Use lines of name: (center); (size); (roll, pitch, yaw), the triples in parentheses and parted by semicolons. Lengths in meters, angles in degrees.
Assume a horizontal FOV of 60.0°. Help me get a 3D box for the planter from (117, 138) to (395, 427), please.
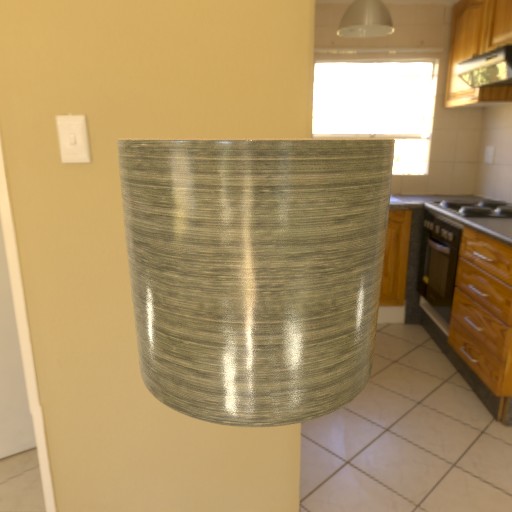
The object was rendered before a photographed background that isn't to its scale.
planter: (0.000, 0.000, 0.394); (0.221, 0.201, 0.221); (0, 15, 0)
